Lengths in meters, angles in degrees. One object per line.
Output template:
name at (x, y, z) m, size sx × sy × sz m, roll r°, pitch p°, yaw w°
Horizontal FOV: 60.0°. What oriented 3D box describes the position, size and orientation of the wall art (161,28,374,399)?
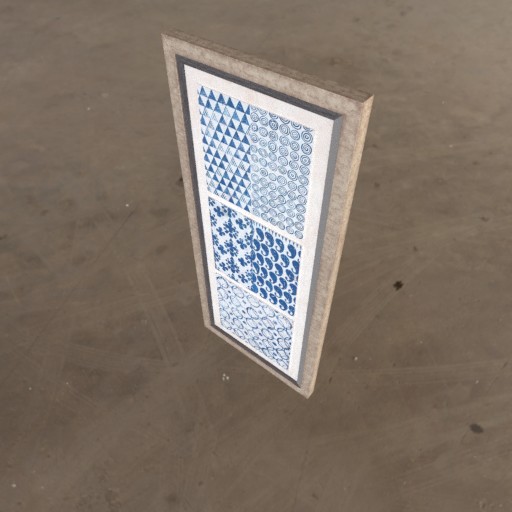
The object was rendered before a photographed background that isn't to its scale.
wall art at (0.000, 0.000, 1.666) m, size 0.648 × 1.461 × 0.051 m, roll 30°, pitch 54°, yaw 25°
